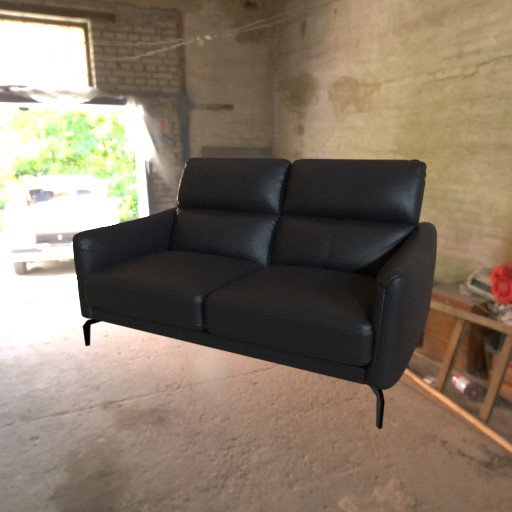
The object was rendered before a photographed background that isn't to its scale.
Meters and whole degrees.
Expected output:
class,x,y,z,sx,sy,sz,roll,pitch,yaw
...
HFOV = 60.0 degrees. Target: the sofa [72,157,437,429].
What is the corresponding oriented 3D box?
class,x,y,z,sx,sy,sz,roll,pitch,yaw
sofa,0.000,0.000,2.167,1.596,0.920,0.958,7,15,27
